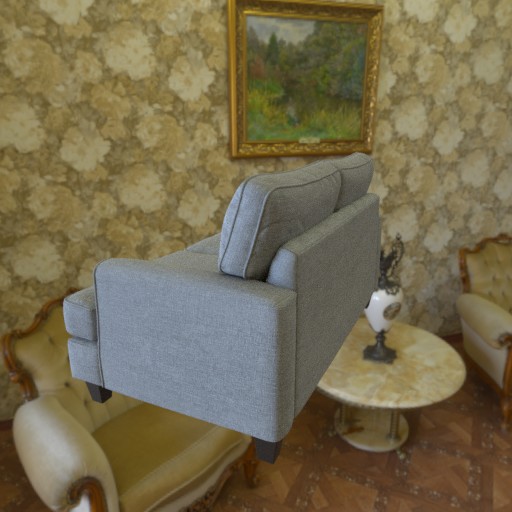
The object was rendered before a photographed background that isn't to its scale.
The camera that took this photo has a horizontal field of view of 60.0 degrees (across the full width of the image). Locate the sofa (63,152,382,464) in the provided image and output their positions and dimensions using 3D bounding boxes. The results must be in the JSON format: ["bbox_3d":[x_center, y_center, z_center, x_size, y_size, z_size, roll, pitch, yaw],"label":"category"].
[{"bbox_3d":[0.000,0.000,2.220,0.965,0.965,1.651,8,18,24],"label":"sofa"}]
